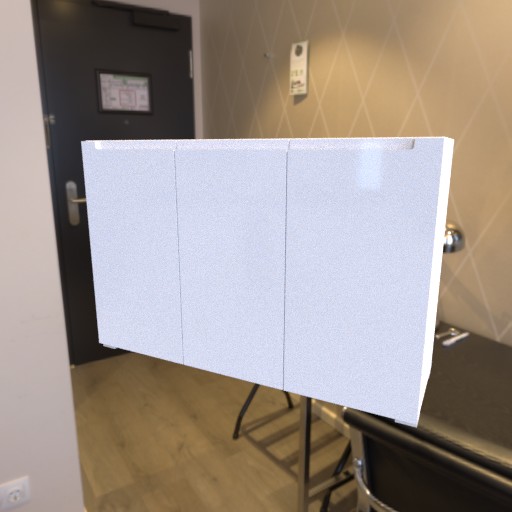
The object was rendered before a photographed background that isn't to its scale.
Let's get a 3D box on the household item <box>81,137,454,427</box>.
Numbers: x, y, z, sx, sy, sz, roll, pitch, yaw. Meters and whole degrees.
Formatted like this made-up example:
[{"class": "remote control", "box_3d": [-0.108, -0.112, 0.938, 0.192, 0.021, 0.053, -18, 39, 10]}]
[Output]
[{"class": "household item", "box_3d": [0.000, 0.000, 1.713, 1.300, 0.867, 0.420, 7, 15, 26]}]
